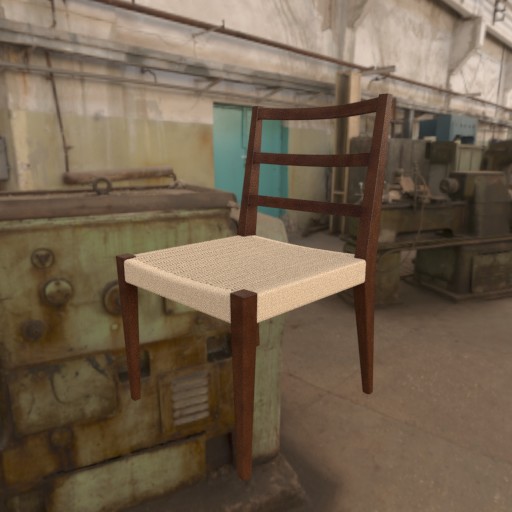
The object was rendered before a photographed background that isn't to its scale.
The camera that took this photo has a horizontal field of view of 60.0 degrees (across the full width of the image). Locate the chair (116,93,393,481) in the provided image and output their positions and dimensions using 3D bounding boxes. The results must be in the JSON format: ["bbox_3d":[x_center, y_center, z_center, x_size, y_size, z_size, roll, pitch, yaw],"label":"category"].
[{"bbox_3d":[0.000,0.000,1.173,0.480,0.813,0.551,13,18,43],"label":"chair"}]
